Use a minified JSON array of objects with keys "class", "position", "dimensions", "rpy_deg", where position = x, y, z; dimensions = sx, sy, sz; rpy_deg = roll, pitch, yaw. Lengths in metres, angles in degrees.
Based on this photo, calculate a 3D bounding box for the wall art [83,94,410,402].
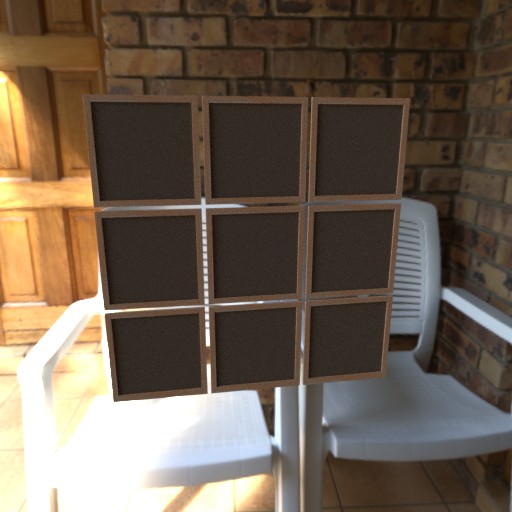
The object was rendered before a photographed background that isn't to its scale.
[{"class":"wall art","position":[0.000,0.000,2.245],"dimensions":[1.520,1.525,0.013],"rpy_deg":[-3,16,-9]}]
